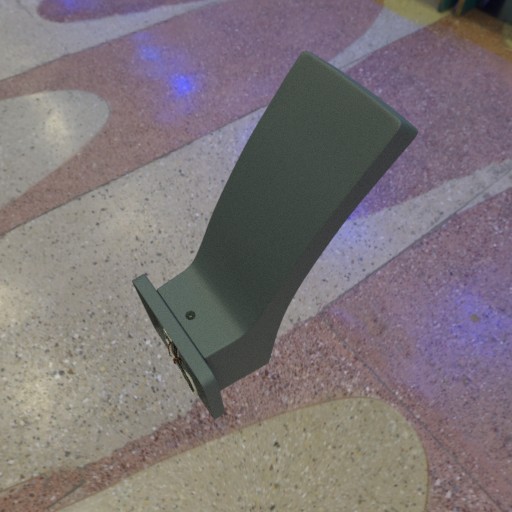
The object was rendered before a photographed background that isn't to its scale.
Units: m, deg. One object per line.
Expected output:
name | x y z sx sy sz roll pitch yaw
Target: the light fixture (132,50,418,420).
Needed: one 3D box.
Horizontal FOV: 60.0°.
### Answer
light fixture | 0.000 0.000 0.329 0.174 0.243 0.108 -32 63 -19
